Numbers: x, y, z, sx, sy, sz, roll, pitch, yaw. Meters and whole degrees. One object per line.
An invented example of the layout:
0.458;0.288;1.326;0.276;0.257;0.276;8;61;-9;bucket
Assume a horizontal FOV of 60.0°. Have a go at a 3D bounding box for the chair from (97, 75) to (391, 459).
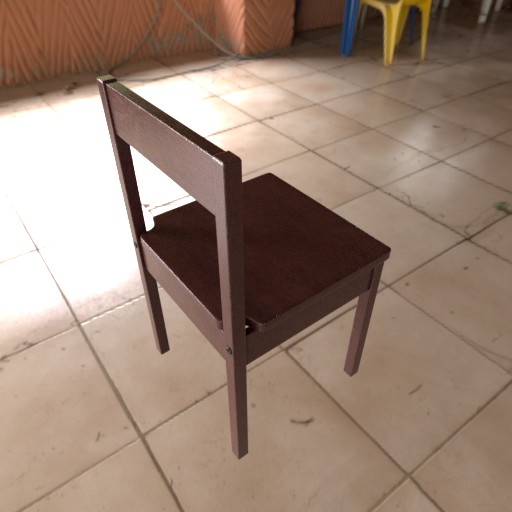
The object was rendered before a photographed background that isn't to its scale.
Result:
0.000;0.000;0.878;0.361;0.668;0.367;-26;46;-28;chair
